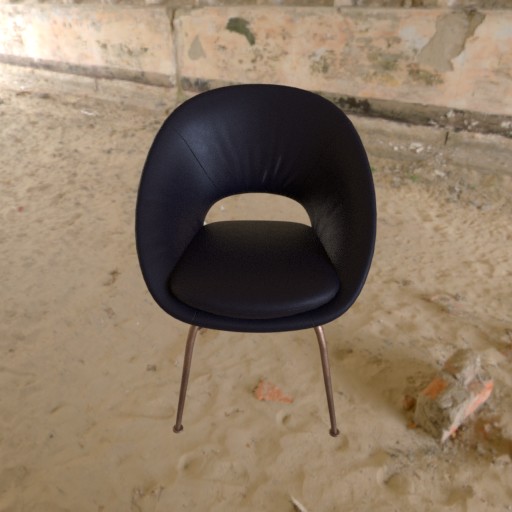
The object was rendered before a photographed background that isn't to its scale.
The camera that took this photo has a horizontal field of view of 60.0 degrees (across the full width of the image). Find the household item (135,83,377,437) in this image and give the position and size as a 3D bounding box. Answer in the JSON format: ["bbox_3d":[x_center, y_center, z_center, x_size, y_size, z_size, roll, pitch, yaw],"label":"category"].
[{"bbox_3d":[0.000,0.000,1.280,0.623,0.852,0.573,1,31,1],"label":"household item"}]
